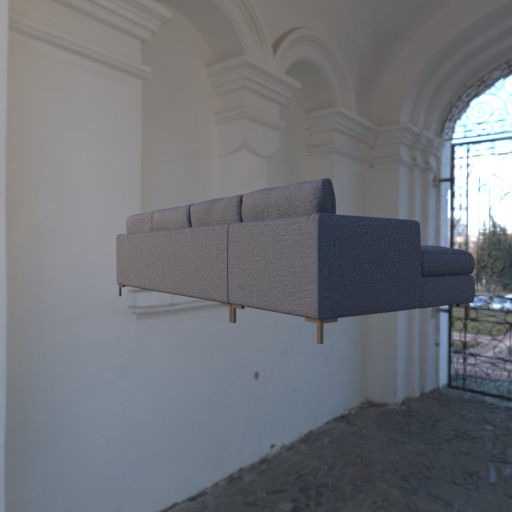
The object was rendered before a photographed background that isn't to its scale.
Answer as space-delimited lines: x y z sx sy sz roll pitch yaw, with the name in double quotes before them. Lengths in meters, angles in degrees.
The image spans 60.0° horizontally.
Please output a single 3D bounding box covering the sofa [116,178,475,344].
"sofa" 0.000 0.000 2.996 1.125 0.673 2.445 0 0 -36
